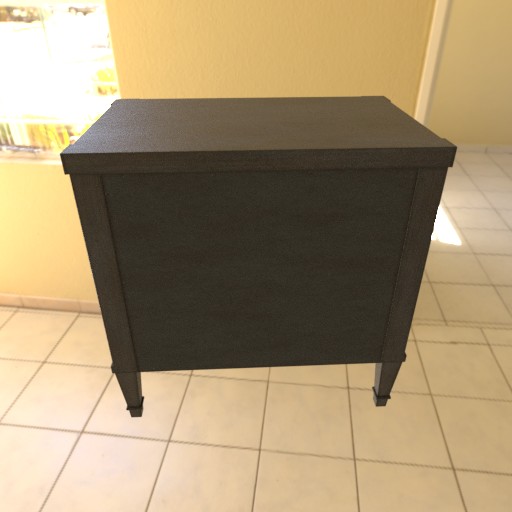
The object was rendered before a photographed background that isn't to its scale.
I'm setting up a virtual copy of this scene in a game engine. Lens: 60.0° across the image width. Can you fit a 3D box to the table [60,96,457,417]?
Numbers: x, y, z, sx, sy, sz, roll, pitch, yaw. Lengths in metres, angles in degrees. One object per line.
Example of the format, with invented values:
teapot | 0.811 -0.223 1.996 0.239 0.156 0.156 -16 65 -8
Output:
table | 0.000 0.000 1.080 0.660 0.660 0.413 -2 31 -3
